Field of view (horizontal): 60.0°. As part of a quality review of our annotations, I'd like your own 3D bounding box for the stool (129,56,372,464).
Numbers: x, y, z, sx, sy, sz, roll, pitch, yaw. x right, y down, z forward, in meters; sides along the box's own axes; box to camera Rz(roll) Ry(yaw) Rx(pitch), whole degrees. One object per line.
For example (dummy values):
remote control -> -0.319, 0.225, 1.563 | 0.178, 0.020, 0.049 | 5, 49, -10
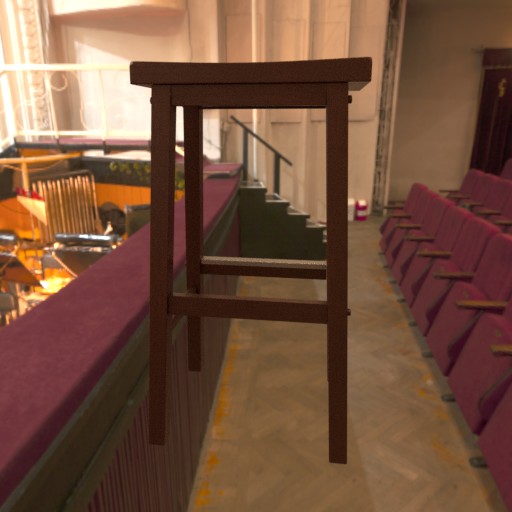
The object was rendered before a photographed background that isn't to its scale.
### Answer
stool -> 0.000, 0.000, 0.940 | 0.406, 0.742, 0.322 | 2, 17, 8
